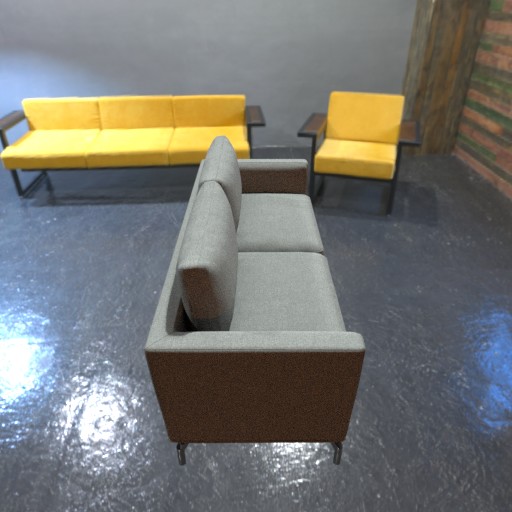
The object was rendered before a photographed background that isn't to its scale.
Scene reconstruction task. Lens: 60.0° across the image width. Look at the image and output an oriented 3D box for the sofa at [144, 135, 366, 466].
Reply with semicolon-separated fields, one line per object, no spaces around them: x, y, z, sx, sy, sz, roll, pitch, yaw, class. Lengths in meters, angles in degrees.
0.000;0.000;2.737;0.869;1.002;2.212;0;31;0;sofa
